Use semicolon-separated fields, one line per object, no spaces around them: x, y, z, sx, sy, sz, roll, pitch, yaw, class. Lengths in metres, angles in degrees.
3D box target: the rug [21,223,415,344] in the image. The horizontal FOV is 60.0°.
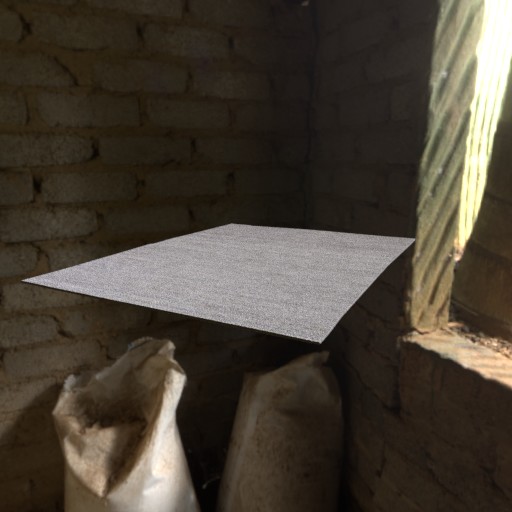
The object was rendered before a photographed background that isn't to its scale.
0.000;0.000;4.232;2.434;0.045;3.202;7;15;27;rug
